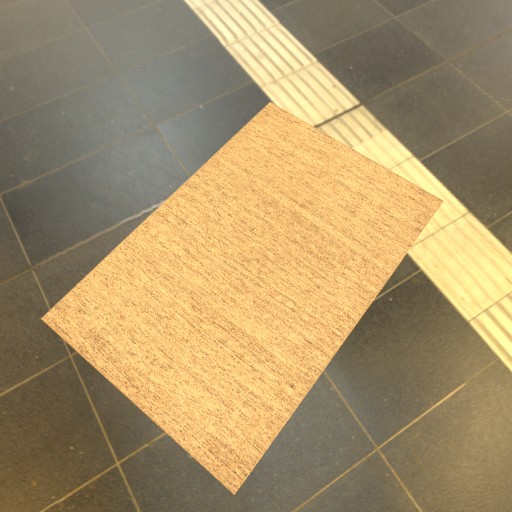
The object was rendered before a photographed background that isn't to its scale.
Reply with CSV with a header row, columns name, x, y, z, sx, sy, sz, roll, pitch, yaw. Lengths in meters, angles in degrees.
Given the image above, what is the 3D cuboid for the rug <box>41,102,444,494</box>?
name,x,y,z,sx,sy,sz,roll,pitch,yaw
rug,0.000,0.000,2.321,1.225,0.013,1.840,35,68,16
